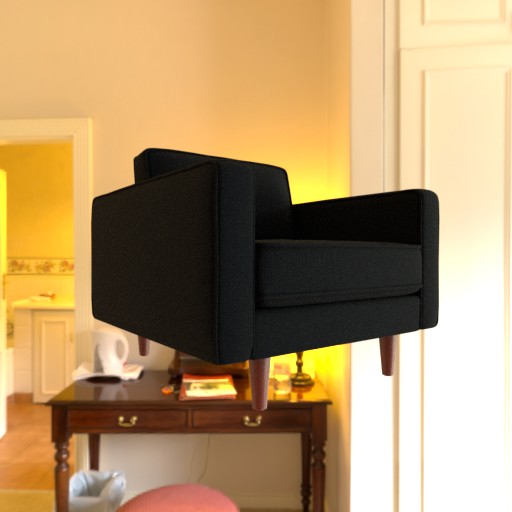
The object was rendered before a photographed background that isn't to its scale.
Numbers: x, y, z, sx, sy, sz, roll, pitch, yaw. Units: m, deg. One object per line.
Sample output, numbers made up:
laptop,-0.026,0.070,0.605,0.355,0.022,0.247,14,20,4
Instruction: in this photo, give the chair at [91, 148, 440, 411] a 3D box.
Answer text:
chair,0.000,0.000,1.566,0.899,0.770,0.920,0,0,-37
